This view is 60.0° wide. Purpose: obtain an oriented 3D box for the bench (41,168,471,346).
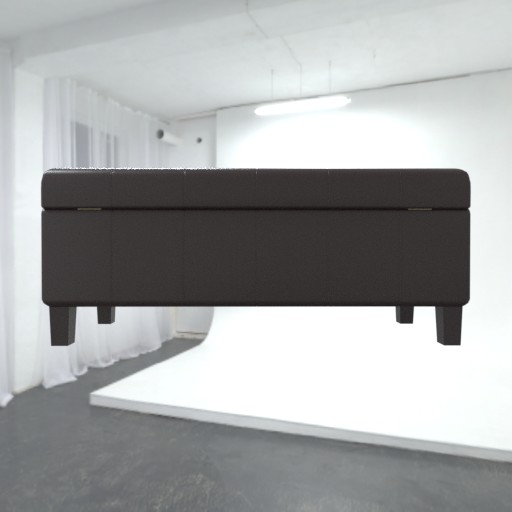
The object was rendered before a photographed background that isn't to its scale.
[{"bbox_3d":[0.000,0.000,1.328,1.092,0.457,0.429,0,1,0],"label":"bench"}]
